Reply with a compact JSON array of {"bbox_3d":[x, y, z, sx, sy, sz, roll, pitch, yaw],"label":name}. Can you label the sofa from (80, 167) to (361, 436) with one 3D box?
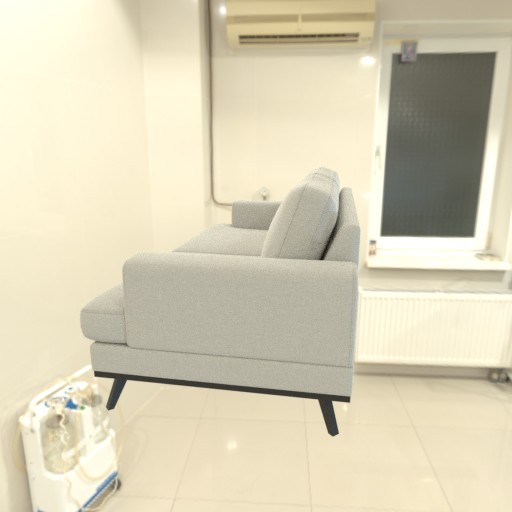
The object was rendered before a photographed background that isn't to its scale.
[{"bbox_3d":[0.000,0.000,2.176,0.920,0.810,1.650,3,14,10],"label":"sofa"}]
